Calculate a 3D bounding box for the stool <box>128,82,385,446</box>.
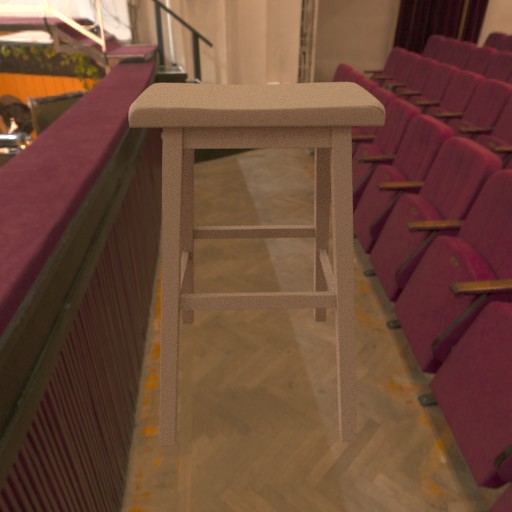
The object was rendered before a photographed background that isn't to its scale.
[{"bbox_3d":[0.000,0.000,1.048,0.457,0.737,0.476,-1,31,-1],"label":"stool"}]
